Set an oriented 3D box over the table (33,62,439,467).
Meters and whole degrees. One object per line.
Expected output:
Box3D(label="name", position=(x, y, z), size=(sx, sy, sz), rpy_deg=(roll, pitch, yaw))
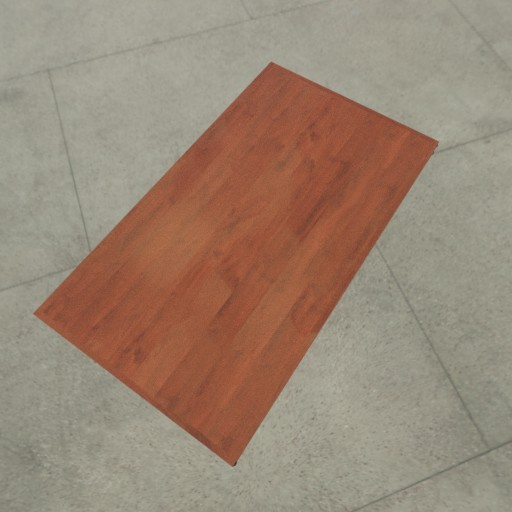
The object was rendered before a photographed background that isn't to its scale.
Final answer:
Box3D(label="table", position=(0.000, 0.000, 1.417), size=(0.610, 0.457, 1.067), rpy_deg=(31, 68, 14))
